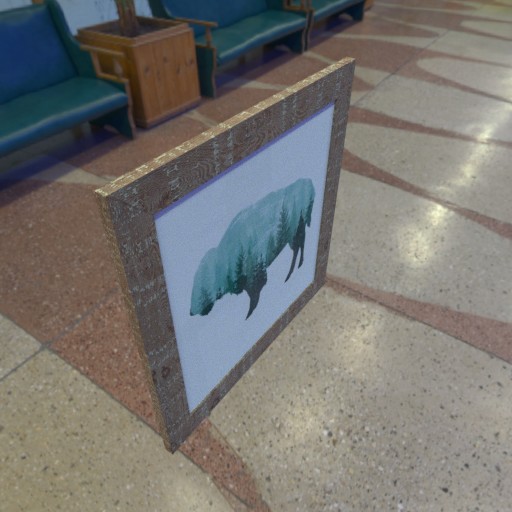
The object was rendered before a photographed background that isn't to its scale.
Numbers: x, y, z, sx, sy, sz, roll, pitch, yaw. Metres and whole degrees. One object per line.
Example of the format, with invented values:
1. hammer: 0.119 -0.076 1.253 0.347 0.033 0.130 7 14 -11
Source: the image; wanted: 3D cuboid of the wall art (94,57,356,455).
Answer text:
1. wall art: 0.000 0.000 0.551 0.022 0.380 0.380 26 47 27
